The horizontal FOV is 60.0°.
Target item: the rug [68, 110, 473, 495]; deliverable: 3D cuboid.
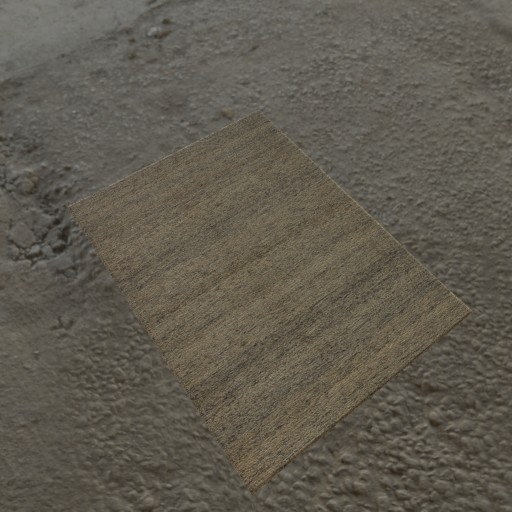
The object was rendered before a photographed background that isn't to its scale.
[{"bbox_3d":[0.000,0.000,4.214,2.414,0.036,3.199,-32,65,-17],"label":"rug"}]
